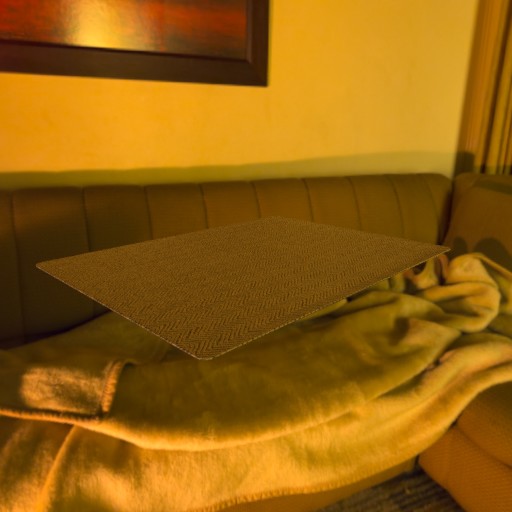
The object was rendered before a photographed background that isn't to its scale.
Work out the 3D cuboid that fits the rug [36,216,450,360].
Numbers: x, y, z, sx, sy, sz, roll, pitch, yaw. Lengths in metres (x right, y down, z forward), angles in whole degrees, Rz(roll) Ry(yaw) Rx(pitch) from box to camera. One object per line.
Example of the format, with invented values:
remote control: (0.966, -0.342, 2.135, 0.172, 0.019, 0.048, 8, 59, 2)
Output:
rug: (0.000, 0.000, 4.234, 2.439, 0.014, 3.207, 16, 22, 43)
